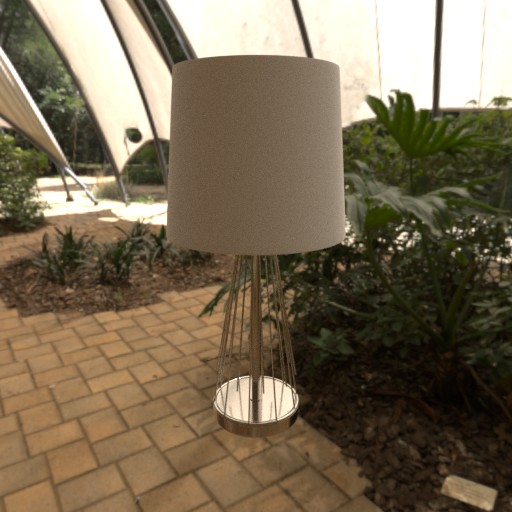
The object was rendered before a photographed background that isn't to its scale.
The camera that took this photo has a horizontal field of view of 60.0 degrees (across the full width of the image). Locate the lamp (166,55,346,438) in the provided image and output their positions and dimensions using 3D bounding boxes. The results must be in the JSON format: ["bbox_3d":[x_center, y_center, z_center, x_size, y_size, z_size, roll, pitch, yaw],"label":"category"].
[{"bbox_3d":[0.000,0.000,0.775,0.303,0.618,0.303,0,15,0],"label":"lamp"}]
